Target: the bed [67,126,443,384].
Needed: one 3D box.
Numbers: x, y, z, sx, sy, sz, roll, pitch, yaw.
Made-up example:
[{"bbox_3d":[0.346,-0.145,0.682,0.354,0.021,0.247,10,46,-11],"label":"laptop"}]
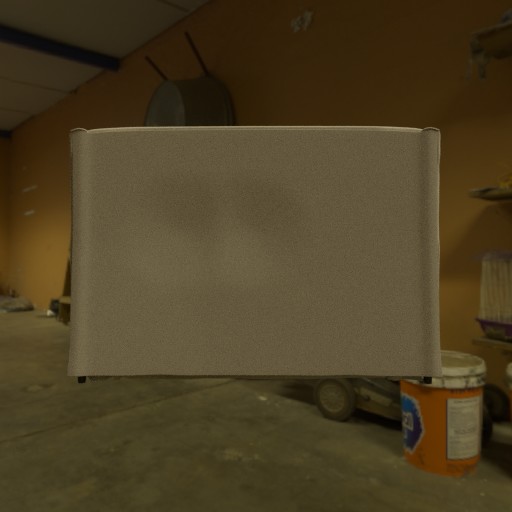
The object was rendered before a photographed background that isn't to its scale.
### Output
[{"bbox_3d":[0.000,0.000,3.381,1.925,1.332,2.276,0,0,0],"label":"bed"}]
